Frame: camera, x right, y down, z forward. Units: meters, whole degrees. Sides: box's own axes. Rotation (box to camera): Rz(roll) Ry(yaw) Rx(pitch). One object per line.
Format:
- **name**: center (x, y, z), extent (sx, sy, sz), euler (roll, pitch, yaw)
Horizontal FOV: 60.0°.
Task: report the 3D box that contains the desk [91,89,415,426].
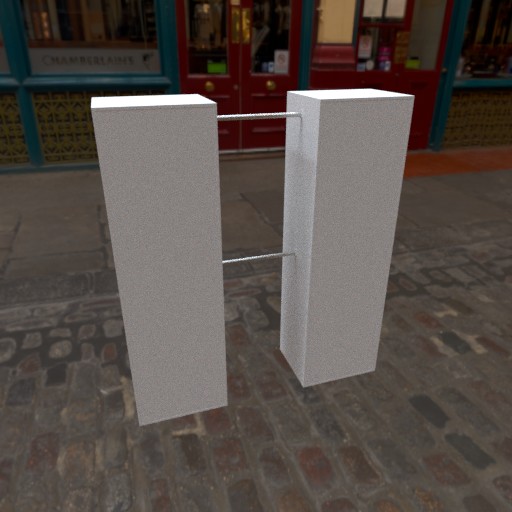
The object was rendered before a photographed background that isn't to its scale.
- **desk**: center (0.000, 0.000, 2.942), extent (1.770, 2.000, 0.480), euler (-8, 26, -16)
